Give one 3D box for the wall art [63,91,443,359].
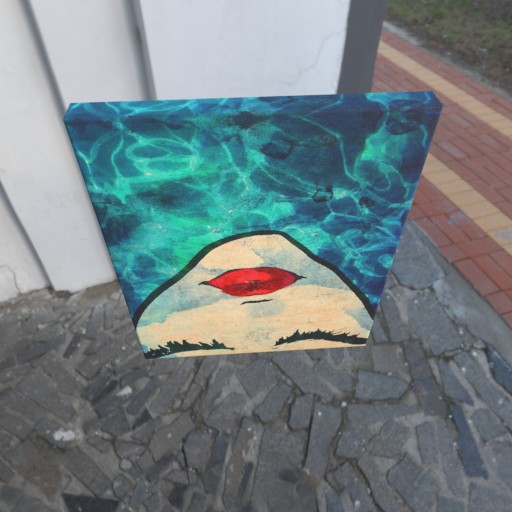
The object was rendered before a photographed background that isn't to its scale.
[{"bbox_3d":[0.000,0.000,0.697,0.432,0.508,0.038,-3,46,-3],"label":"wall art"}]
